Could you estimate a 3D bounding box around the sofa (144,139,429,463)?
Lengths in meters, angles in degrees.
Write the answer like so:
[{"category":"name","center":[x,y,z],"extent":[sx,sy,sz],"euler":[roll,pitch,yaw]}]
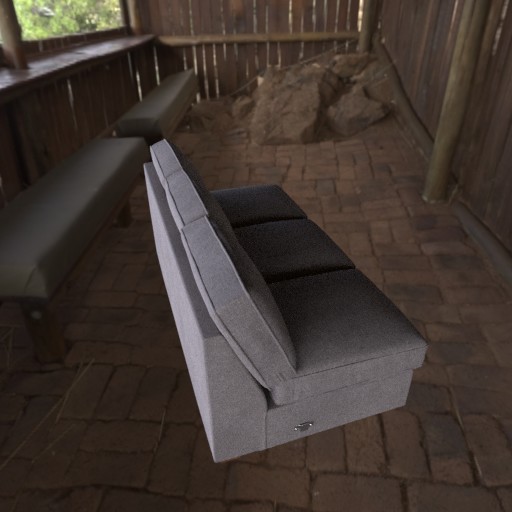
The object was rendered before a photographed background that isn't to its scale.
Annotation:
[{"category":"sofa","center":[0.000,0.000,2.606],"extent":[1.027,0.973,1.962],"euler":[-10,33,-16]}]
